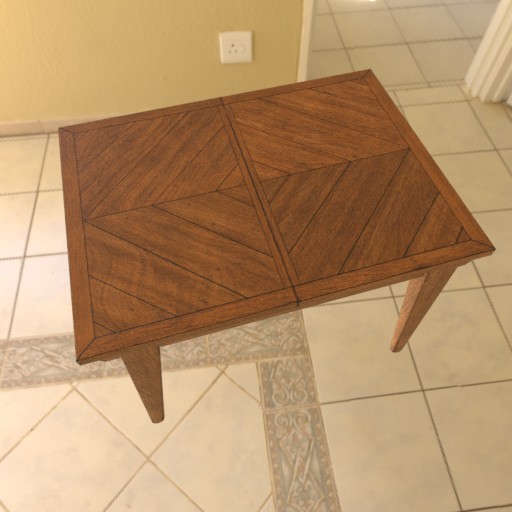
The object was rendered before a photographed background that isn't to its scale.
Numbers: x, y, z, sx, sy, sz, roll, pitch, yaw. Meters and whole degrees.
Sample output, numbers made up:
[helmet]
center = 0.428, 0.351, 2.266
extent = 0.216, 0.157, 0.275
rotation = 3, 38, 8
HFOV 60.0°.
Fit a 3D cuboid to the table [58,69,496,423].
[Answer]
[table]
center = 0.000, 0.000, 1.543
extent = 1.027, 0.760, 0.757
rotation = -14, 59, -9
